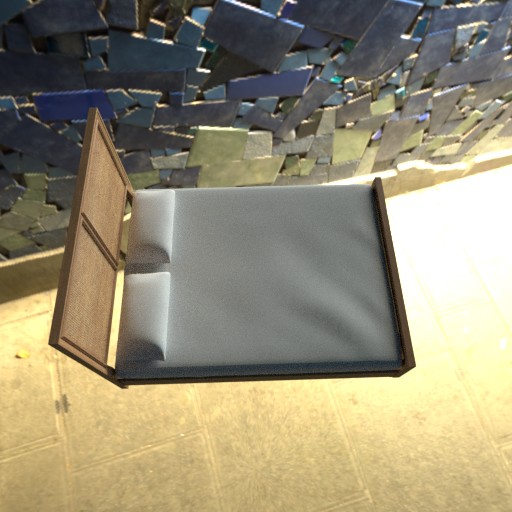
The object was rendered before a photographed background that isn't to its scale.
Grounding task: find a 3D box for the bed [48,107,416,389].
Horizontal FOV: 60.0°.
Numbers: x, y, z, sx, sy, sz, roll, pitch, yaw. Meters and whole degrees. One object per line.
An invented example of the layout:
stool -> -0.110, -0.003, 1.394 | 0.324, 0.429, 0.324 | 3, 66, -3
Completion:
bed -> 0.000, 0.000, 3.259 | 2.184, 1.387, 1.606 | -2, 64, -1
